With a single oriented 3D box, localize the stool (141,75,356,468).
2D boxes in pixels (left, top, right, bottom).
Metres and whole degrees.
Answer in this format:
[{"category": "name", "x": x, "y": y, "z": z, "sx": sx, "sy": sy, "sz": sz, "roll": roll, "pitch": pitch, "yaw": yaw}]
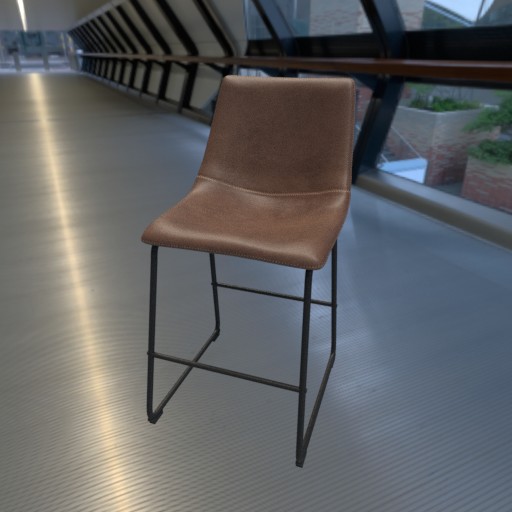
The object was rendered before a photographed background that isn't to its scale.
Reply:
[{"category": "stool", "x": 0.000, "y": 0.000, "z": 1.223, "sx": 0.460, "sy": 0.890, "sz": 0.550, "roll": 9, "pitch": 27, "yaw": 18}]
